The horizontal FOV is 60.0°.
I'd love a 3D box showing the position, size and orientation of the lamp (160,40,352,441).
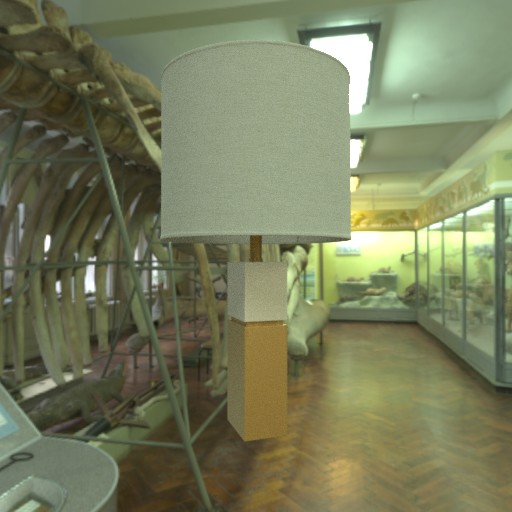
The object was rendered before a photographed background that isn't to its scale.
[{"bbox_3d":[0.000,0.000,0.542,0.229,0.417,0.229,0,-1,-19],"label":"lamp"}]
